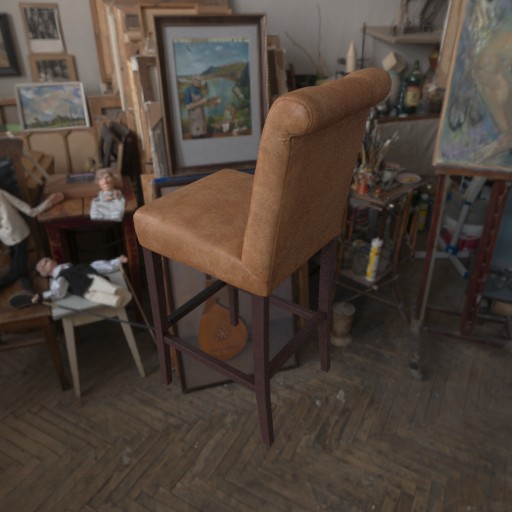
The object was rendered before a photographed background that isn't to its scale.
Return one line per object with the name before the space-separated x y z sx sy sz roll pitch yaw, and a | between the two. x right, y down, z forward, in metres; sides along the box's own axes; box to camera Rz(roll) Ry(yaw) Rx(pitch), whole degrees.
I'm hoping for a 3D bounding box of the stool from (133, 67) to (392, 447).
stool | 0.000 0.000 1.449 0.601 1.140 0.493 20 37 30
